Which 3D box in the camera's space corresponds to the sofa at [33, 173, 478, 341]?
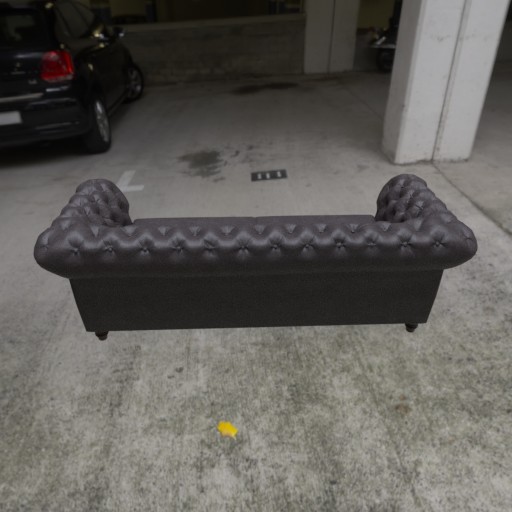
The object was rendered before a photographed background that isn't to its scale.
[{"bbox_3d":[0.000,0.000,2.809,2.385,0.783,0.944,-1,31,-2],"label":"sofa"}]
